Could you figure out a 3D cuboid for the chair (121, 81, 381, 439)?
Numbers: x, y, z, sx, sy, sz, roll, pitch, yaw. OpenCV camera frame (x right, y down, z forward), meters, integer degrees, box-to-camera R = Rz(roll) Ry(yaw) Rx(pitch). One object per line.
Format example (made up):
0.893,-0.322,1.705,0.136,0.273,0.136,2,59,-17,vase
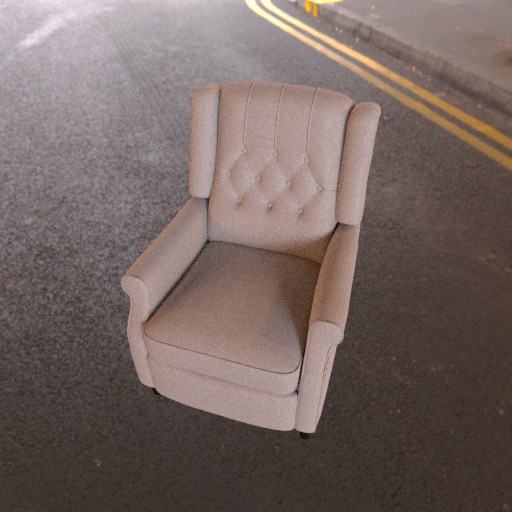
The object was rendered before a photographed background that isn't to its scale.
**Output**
0.000,0.000,1.646,0.742,1.035,0.902,12,42,13,chair
